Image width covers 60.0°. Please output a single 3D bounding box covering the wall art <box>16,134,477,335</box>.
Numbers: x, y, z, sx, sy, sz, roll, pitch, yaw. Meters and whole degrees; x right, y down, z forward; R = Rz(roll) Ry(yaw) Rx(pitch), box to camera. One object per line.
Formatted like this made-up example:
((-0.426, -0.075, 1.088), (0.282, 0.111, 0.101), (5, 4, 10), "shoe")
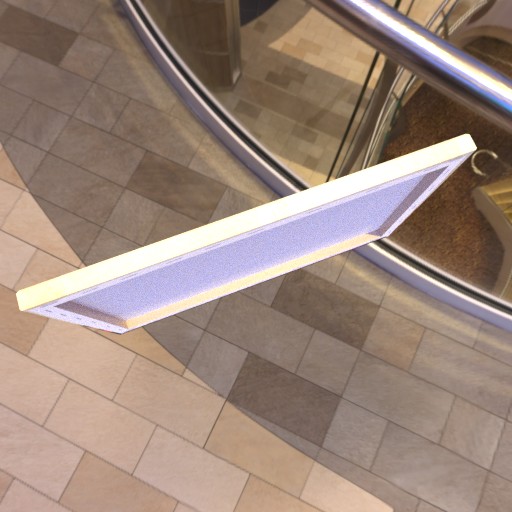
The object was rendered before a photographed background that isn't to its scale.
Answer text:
((0.000, 0.000, 1.130), (0.918, 0.602, 0.038), (-20, 77, -5), "wall art")
